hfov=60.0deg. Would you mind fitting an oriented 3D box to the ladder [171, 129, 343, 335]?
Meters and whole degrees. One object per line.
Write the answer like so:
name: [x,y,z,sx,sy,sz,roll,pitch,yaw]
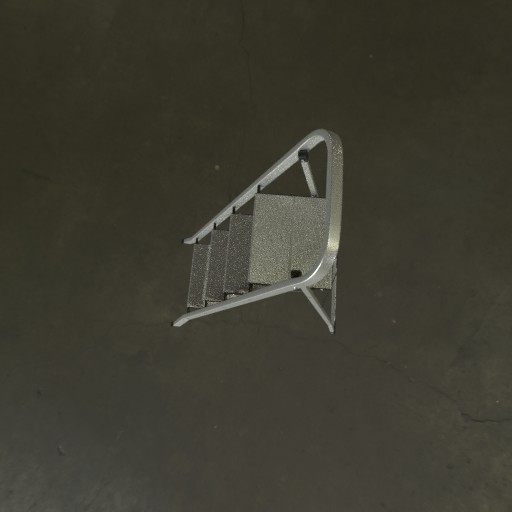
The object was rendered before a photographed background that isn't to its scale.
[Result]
ladder: [0.000,0.000,1.670,0.830,1.290,0.465,4,75,1]
